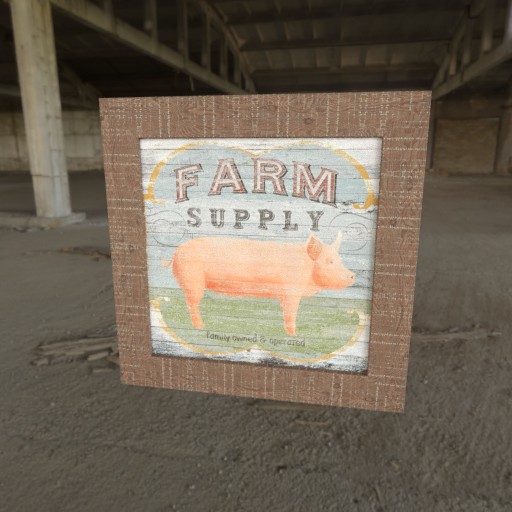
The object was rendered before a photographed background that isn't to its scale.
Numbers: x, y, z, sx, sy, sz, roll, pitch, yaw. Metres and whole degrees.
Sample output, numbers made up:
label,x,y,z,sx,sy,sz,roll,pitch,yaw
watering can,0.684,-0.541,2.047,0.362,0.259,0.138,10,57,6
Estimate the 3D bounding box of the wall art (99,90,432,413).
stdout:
label,x,y,z,sx,sy,sz,roll,pitch,yaw
wall art,0.000,0.000,0.778,0.531,0.531,0.040,3,14,11
